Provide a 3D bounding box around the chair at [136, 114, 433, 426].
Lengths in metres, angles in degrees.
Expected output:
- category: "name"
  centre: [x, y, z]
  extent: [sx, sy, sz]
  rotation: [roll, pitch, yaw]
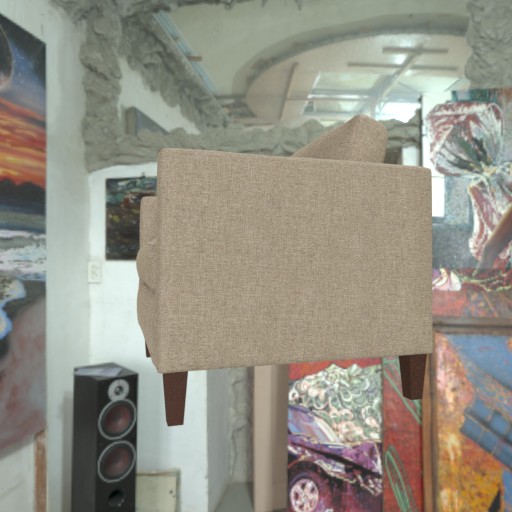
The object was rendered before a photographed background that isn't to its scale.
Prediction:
- category: "chair"
  centre: [0.000, 0.000, 1.875]
  extent: [0.959, 0.987, 1.107]
  rotation: [0, -1, -17]
